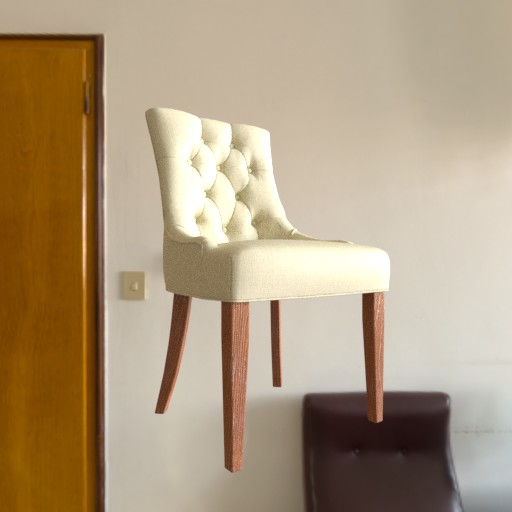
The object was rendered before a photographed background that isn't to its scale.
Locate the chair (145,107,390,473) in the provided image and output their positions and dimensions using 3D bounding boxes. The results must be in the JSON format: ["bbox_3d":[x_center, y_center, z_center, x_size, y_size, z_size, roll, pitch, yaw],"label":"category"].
[{"bbox_3d":[0.000,0.000,1.226,0.509,0.874,0.565,0,0,-36],"label":"chair"}]
